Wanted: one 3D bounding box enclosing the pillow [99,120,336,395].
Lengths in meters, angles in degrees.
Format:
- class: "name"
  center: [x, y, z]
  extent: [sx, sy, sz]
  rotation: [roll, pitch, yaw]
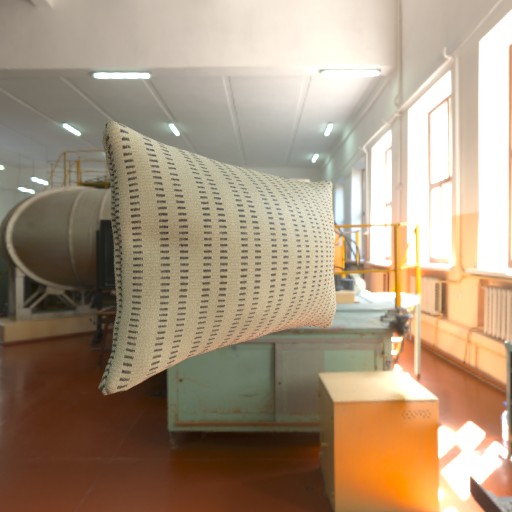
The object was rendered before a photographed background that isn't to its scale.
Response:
- class: "pillow"
  center: [0.000, 0.000, 0.815]
  extent: [0.210, 0.353, 0.640]
  rotation: [1, 1, 36]
